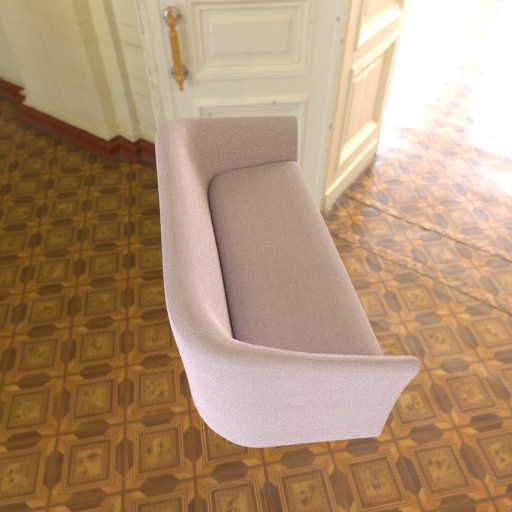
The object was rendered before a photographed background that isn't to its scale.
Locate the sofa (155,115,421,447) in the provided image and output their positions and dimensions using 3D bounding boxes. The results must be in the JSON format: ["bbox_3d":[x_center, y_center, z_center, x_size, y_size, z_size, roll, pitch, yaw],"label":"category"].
[{"bbox_3d":[0.000,0.000,1.862,0.705,0.721,1.452,-8,47,-7],"label":"sofa"}]
